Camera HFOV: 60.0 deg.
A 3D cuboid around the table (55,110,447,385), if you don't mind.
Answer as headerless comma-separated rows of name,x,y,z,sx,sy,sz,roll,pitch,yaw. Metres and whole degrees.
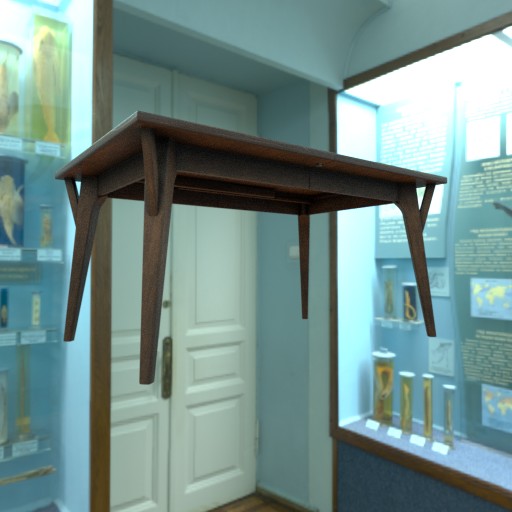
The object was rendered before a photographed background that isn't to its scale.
table,0.000,0.000,2.041,1.524,0.761,0.990,1,-2,-36
